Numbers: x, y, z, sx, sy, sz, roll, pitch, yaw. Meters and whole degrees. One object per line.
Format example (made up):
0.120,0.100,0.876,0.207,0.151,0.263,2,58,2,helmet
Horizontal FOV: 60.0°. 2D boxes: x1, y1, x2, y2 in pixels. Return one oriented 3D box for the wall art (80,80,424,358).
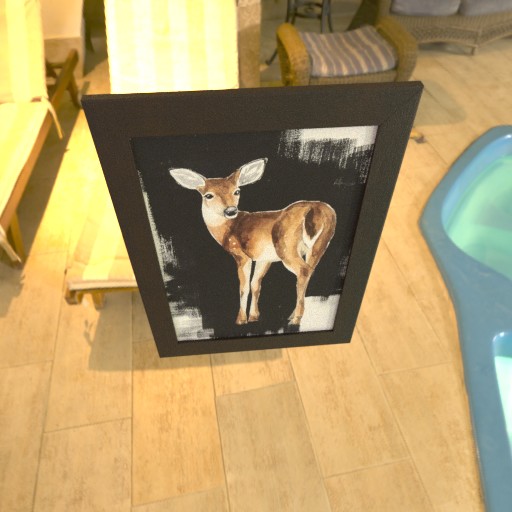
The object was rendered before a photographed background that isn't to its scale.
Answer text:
0.000,0.000,0.650,0.359,0.508,0.013,-4,47,-3,wall art
